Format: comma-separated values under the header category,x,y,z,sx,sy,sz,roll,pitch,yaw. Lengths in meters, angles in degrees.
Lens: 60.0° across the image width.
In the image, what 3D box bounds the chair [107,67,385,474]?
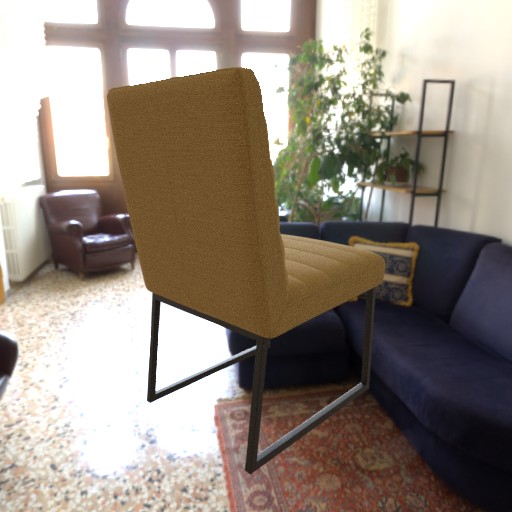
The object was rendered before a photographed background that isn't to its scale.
category,x,y,z,sx,sy,sz,roll,pitch,yaw
chair,0.000,0.000,1.304,0.520,0.930,0.634,13,19,43
